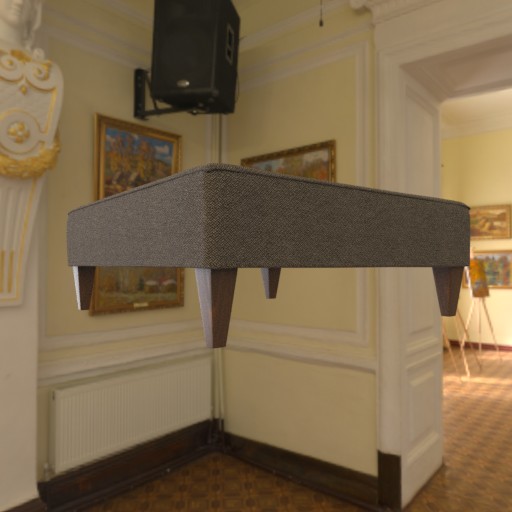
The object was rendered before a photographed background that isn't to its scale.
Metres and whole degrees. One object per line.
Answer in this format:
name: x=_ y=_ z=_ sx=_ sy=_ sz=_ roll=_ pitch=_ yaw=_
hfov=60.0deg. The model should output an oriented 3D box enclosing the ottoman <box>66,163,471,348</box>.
ottoman: x=0.000 y=0.000 z=1.478 sx=0.970 sy=0.378 sz=0.981 roll=1 pitch=-1 yaw=-37
